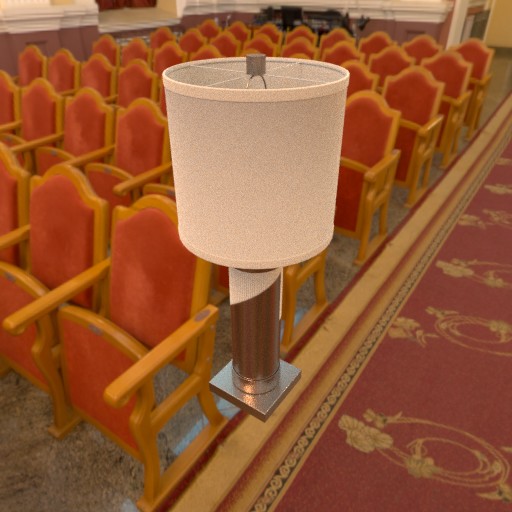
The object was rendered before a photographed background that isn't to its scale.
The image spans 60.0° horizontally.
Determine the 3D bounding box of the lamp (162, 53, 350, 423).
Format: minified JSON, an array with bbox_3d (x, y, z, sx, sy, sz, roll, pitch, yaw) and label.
[{"bbox_3d":[0.000,0.000,0.611,0.202,0.509,0.202,20,37,29],"label":"lamp"}]
